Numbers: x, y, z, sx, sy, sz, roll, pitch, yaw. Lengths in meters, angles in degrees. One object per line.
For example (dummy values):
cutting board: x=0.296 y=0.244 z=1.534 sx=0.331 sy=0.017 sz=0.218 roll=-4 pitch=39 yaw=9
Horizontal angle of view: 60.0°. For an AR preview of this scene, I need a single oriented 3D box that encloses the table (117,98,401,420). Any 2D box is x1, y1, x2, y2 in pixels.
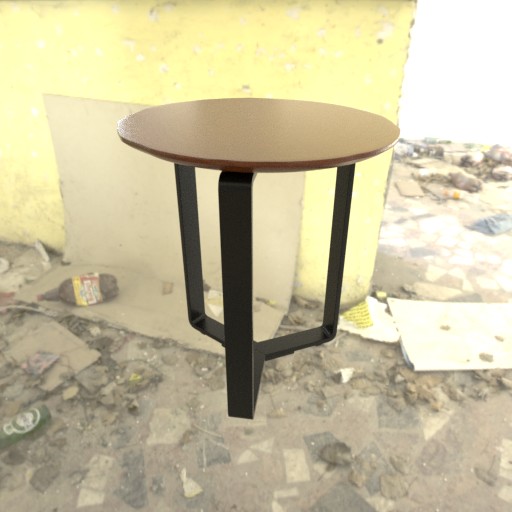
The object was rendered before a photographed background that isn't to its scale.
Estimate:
table: x=0.000 y=0.000 z=0.757 sx=0.410 sy=0.450 sz=0.380 roll=21 pitch=36 yaw=33
